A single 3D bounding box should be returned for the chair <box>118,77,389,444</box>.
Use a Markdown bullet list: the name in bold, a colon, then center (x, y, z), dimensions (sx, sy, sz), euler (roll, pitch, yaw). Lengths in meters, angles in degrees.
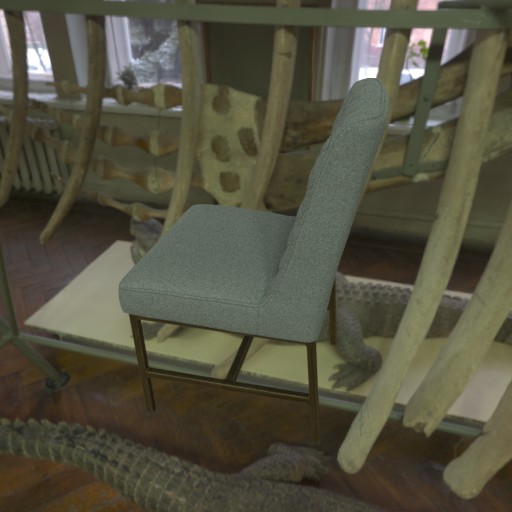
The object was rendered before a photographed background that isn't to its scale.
- **chair**: center (0.000, 0.000, 1.226), dimensions (0.587, 0.889, 0.508), euler (8, 32, 13)
